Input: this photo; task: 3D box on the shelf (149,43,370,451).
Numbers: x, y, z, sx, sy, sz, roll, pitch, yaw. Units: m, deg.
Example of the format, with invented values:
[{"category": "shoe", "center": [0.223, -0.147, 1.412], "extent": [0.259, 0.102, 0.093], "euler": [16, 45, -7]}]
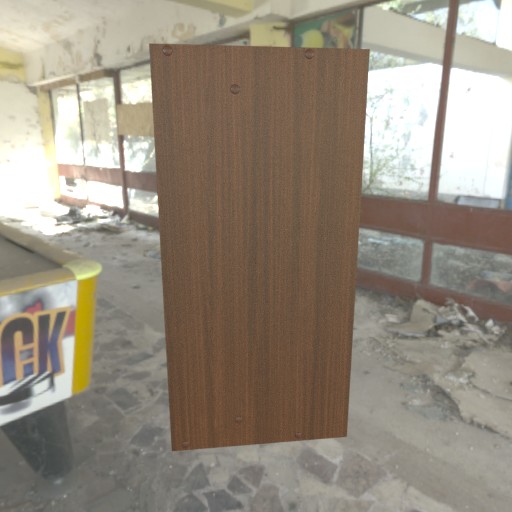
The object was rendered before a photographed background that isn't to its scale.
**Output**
[{"category": "shelf", "center": [0.000, 0.000, 0.720], "extent": [0.290, 0.600, 0.147], "euler": [-2, 15, -7]}]
